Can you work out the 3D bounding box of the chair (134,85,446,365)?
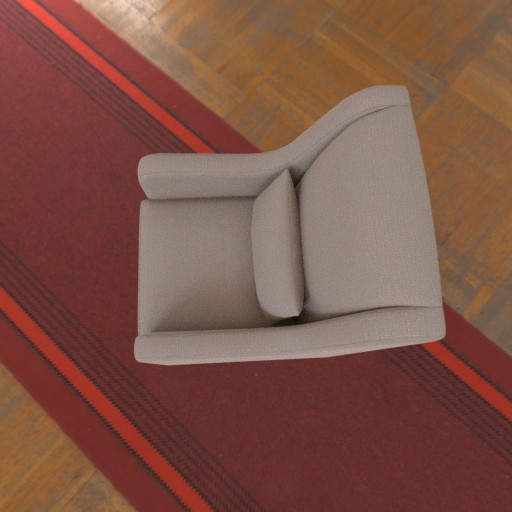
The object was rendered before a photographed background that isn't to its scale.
[{"bbox_3d":[0.000,0.000,1.602,0.896,1.017,0.715,-3,75,-1],"label":"chair"}]
